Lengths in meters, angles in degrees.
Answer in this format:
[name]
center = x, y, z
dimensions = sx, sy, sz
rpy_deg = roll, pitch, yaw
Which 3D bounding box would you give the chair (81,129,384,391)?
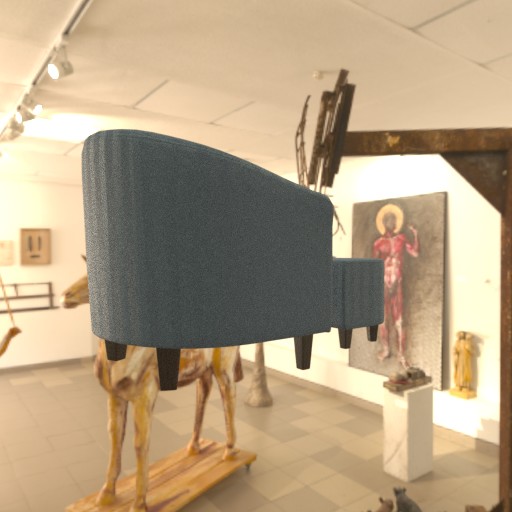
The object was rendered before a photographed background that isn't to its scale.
[chair]
center = 0.000, 0.000, 1.739
dimensions = 1.288, 0.757, 0.756
rpy_deg = 0, 1, -37
